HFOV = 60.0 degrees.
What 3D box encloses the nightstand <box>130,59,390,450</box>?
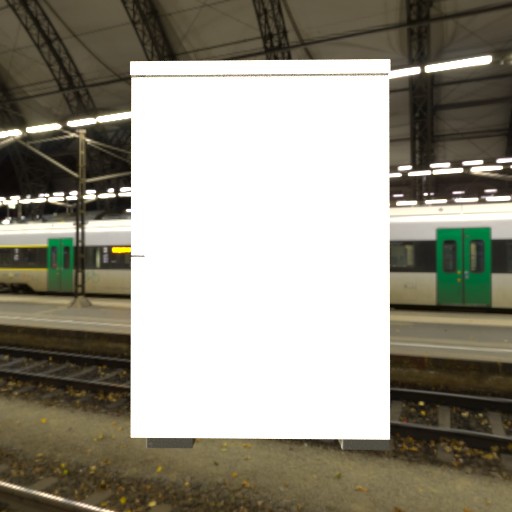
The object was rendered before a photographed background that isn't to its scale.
[{"bbox_3d":[0.000,0.000,0.745,0.325,0.460,0.441,0,0,1],"label":"nightstand"}]
